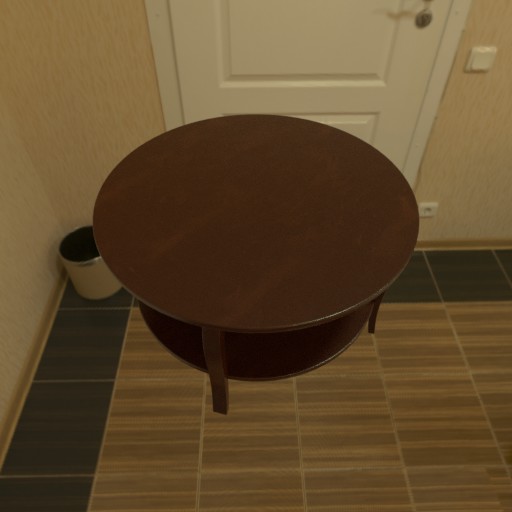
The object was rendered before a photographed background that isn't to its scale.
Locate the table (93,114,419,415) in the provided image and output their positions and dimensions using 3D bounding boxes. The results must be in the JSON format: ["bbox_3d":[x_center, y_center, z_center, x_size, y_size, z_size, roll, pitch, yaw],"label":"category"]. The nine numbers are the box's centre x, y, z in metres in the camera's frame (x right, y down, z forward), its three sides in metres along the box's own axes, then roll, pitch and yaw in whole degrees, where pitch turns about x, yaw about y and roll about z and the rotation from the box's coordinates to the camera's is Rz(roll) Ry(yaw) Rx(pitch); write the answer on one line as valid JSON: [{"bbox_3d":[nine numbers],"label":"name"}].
[{"bbox_3d":[0.000,0.000,1.457,0.911,0.512,0.911,0,47,0],"label":"table"}]
